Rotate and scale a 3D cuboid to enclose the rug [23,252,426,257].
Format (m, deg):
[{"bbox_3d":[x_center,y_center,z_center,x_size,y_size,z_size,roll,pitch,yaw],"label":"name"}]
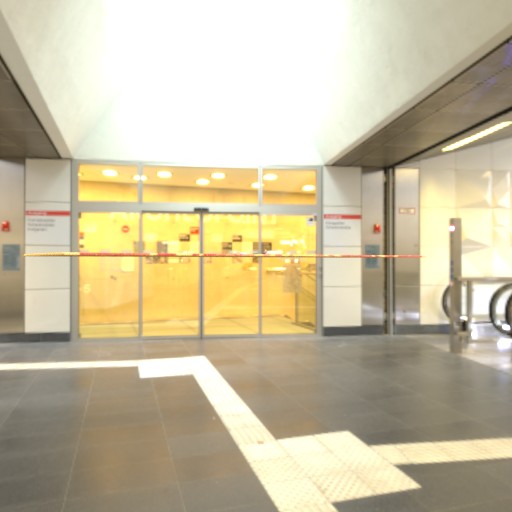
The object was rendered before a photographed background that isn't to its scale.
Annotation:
[{"bbox_3d":[0.000,0.000,2.739,2.458,0.011,0.787,0,-1,-36],"label":"rug"}]
